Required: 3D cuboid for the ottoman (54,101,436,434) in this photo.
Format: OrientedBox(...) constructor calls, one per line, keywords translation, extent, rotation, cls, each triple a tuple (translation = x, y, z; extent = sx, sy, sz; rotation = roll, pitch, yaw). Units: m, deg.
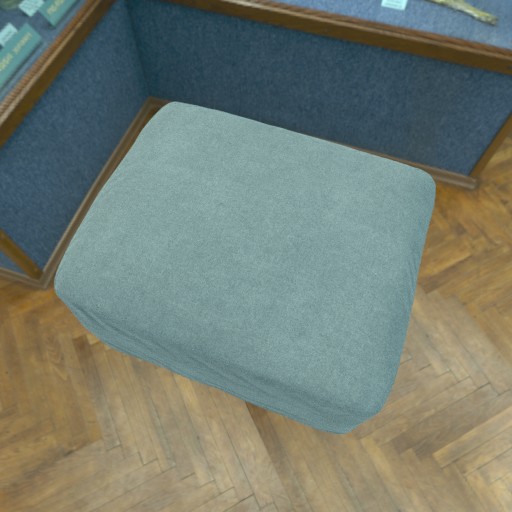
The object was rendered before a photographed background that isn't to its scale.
OrientedBox(translation=(0.000, 0.000, 1.223), extent=(0.837, 0.481, 0.683), rotation=(19, 64, 9), cls="ottoman")
